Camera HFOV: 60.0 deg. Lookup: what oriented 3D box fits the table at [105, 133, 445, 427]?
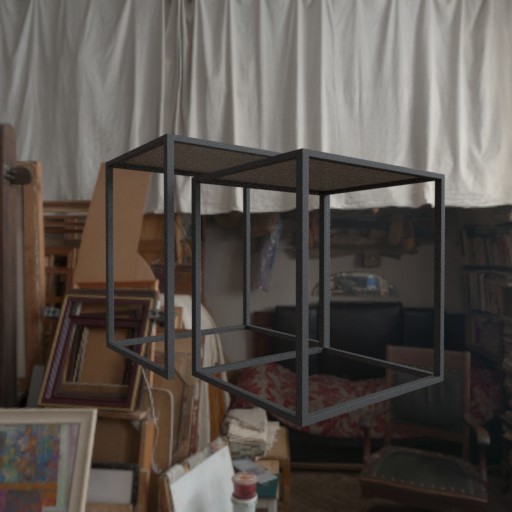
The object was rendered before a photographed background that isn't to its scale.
[{"bbox_3d":[0.000,0.000,1.134,0.508,0.540,0.788,-1,1,-37],"label":"table"}]
